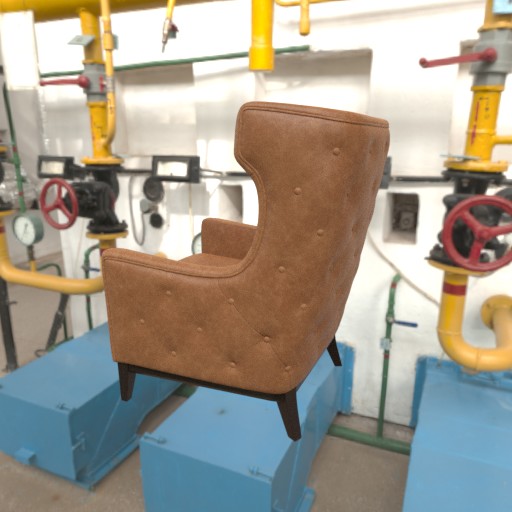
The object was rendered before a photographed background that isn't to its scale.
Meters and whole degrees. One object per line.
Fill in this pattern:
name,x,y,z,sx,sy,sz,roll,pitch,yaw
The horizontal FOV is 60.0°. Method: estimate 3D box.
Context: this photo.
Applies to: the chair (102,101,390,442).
chair,0.000,0.000,1.715,0.899,1.079,0.766,7,16,24
